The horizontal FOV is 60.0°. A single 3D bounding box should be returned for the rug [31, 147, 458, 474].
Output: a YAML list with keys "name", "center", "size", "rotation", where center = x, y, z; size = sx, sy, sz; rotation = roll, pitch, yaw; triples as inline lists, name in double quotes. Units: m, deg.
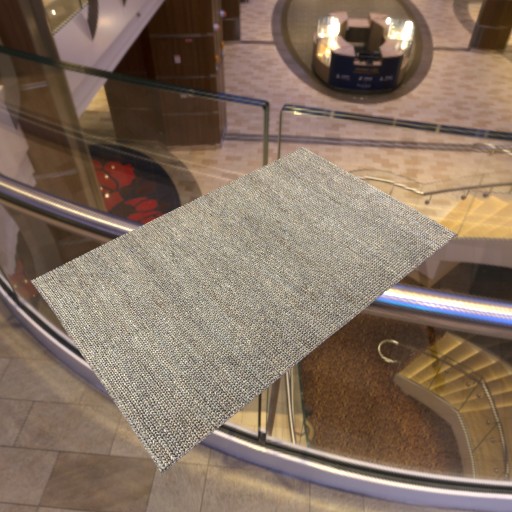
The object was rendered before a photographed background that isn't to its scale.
- name: "rug"
  center: [0.000, 0.000, 2.957]
  size: [2.443, 0.021, 1.538]
  rotation: [-31, 53, -28]
